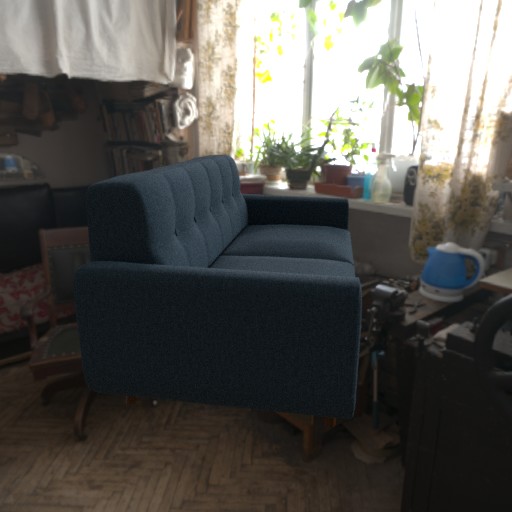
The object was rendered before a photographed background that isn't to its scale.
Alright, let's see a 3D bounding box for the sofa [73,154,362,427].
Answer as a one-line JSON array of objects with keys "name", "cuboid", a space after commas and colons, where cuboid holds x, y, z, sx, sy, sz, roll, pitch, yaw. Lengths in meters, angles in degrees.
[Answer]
[{"name": "sofa", "cuboid": [0.000, 0.000, 2.167, 0.942, 0.896, 1.651, 3, 17, 10]}]
